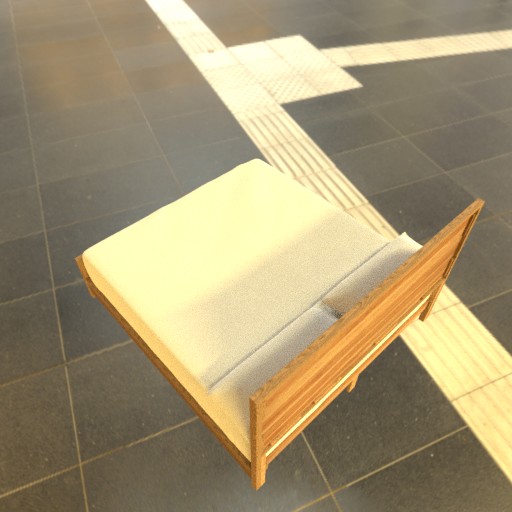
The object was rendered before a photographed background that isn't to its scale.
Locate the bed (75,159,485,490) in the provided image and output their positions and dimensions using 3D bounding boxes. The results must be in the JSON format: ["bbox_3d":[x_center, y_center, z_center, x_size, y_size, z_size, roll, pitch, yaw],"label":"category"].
[{"bbox_3d":[0.000,0.000,3.420,2.013,1.295,2.184,-34,56,-27],"label":"bed"}]
